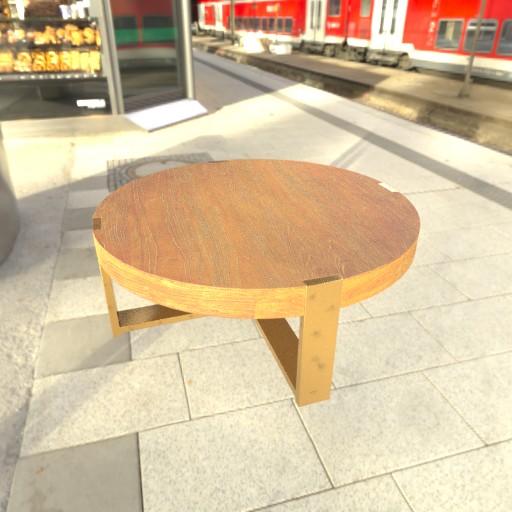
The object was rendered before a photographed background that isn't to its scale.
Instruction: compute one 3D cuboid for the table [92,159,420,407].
[{"bbox_3d":[0.000,0.000,1.666,1.100,0.420,1.100,0,29,0],"label":"table"}]
